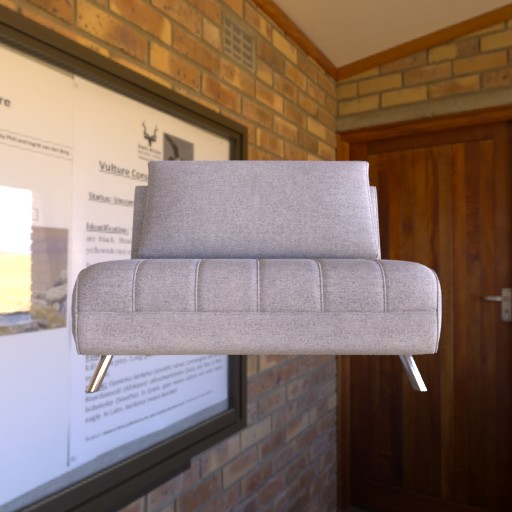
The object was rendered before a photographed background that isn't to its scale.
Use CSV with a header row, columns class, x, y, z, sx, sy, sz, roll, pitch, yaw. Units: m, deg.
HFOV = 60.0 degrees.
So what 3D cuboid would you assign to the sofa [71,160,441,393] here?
class,x,y,z,sx,sy,sz,roll,pitch,yaw
sofa,0.000,0.000,1.860,1.220,0.910,0.910,0,-1,-1
